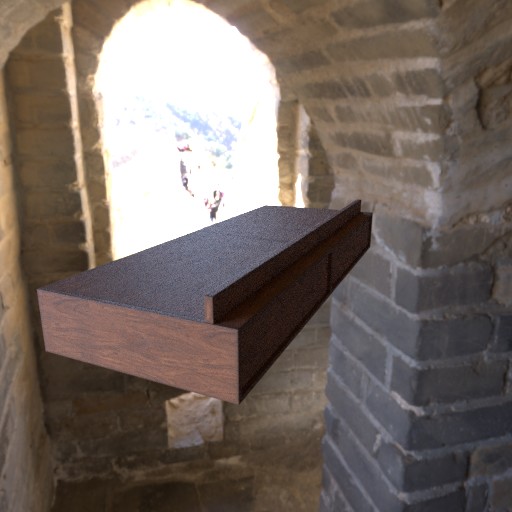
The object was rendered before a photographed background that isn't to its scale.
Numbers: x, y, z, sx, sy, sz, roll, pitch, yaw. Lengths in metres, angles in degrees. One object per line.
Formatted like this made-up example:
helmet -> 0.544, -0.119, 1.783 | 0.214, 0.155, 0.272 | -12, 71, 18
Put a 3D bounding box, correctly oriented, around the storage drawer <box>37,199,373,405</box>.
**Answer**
storage drawer -> 0.000, 0.000, 2.192 | 0.774, 0.339, 1.914 | 7, 17, 24
